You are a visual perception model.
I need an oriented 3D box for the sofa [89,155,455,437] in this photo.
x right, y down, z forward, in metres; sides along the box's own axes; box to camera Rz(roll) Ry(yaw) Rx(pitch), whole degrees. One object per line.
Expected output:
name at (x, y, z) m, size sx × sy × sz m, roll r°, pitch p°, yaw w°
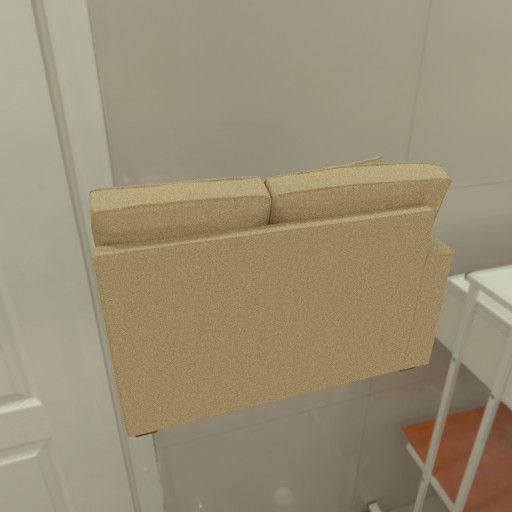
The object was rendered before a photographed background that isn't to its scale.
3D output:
sofa at (0.000, 0.000, 2.061) m, size 1.388 × 0.989 × 0.991 m, roll -8°, pitch 28°, yaw -16°
